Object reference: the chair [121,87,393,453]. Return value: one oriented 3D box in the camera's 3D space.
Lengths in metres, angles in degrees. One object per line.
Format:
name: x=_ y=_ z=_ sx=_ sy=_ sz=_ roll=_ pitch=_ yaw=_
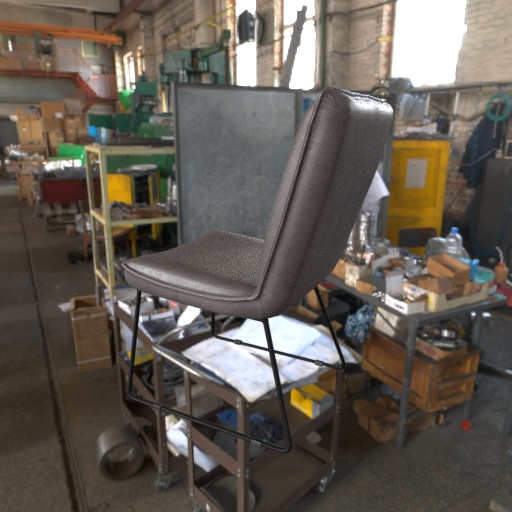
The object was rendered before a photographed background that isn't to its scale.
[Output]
chair: x=0.000 y=0.000 z=1.378 sx=0.688 sy=0.932 sz=0.515 roll=8 pitch=18 yaw=27
